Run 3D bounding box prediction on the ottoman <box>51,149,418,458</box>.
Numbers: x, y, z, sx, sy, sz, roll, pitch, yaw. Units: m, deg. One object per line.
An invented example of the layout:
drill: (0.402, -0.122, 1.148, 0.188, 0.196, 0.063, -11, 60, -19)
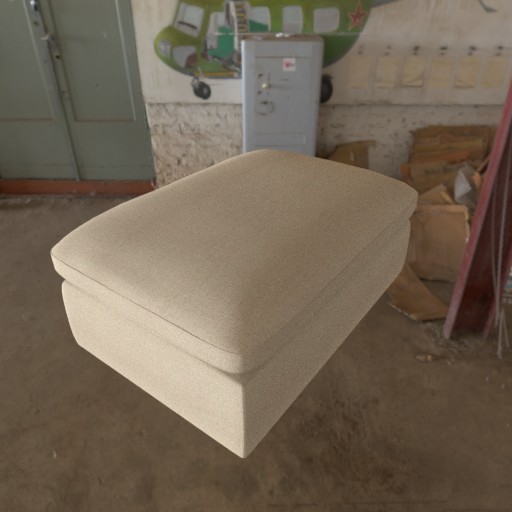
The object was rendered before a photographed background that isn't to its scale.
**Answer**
ottoman: (0.000, 0.000, 1.388, 0.686, 0.453, 0.984, 22, 38, 30)
